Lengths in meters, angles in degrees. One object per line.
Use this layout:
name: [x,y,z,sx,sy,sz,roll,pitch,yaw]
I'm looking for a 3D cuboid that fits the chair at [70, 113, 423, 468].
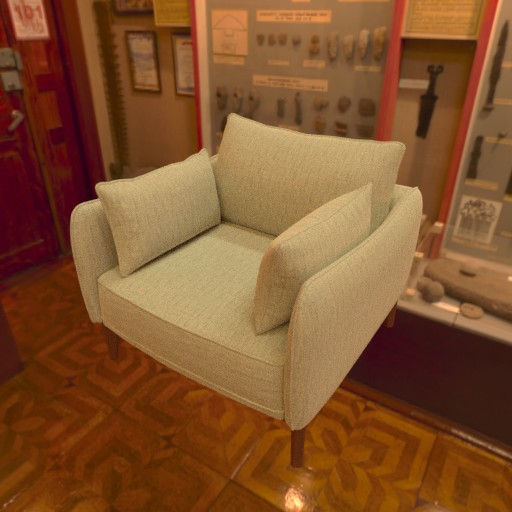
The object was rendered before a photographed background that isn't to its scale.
chair: [0.000,0.000,1.712,0.994,0.855,0.991,19,35,29]
